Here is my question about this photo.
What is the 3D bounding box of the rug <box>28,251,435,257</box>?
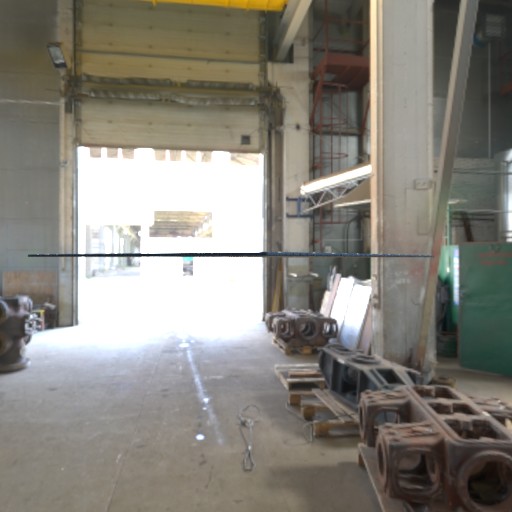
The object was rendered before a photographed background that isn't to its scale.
[{"bbox_3d":[0.000,0.000,3.907,2.270,0.020,2.881,0,0,37],"label":"rug"}]
